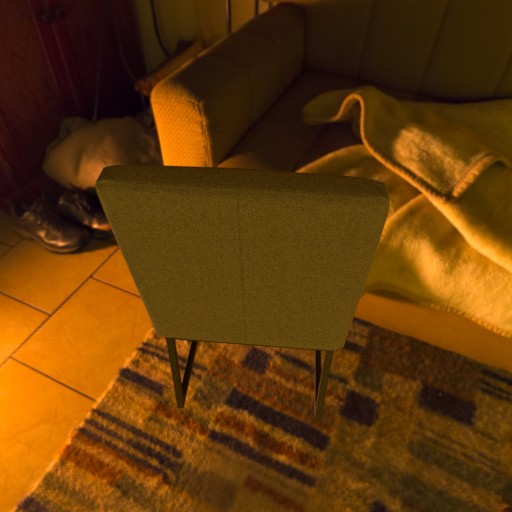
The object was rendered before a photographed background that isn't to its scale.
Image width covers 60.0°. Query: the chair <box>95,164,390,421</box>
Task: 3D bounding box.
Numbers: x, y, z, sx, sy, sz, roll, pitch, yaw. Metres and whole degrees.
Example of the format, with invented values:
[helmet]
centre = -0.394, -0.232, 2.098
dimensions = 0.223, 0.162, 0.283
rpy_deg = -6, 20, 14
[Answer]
[chair]
centre = 0.000, 0.000, 1.274
dimensions = 0.520, 0.930, 0.634
rpy_deg = 4, 45, 4
